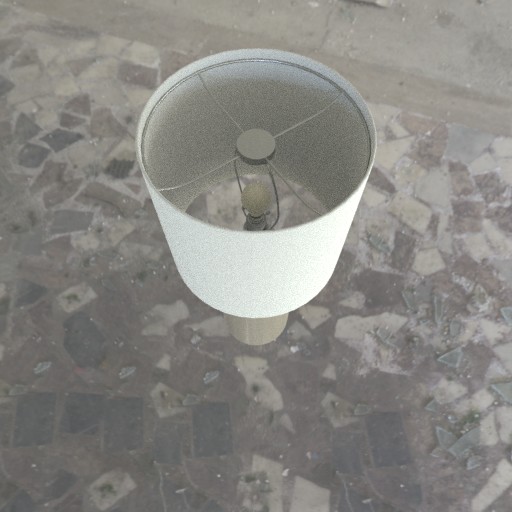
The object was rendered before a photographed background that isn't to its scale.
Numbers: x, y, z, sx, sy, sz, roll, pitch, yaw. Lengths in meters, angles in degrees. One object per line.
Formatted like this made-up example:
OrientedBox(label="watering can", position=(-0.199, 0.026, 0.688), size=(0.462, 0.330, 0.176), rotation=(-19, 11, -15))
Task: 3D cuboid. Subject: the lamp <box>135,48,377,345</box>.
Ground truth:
OrientedBox(label="lamp", position=(0.000, 0.000, 0.610), size=(0.212, 0.493, 0.212), rotation=(-31, 67, -15))
